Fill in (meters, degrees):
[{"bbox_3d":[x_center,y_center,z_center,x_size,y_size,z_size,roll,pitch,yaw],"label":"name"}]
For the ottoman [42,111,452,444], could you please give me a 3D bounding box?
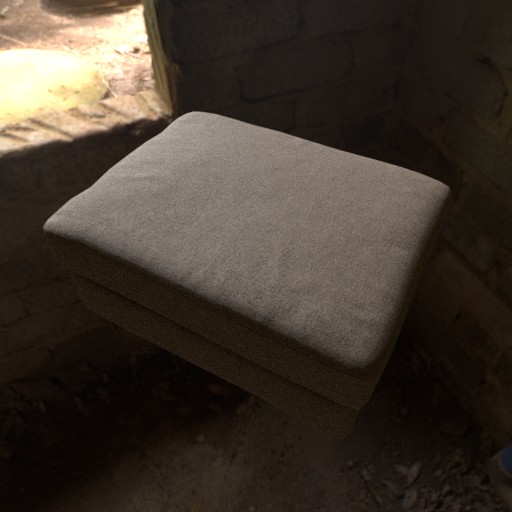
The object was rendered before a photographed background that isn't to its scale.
[{"bbox_3d":[0.000,0.000,1.301,0.889,0.511,0.692,22,50,19],"label":"ottoman"}]
